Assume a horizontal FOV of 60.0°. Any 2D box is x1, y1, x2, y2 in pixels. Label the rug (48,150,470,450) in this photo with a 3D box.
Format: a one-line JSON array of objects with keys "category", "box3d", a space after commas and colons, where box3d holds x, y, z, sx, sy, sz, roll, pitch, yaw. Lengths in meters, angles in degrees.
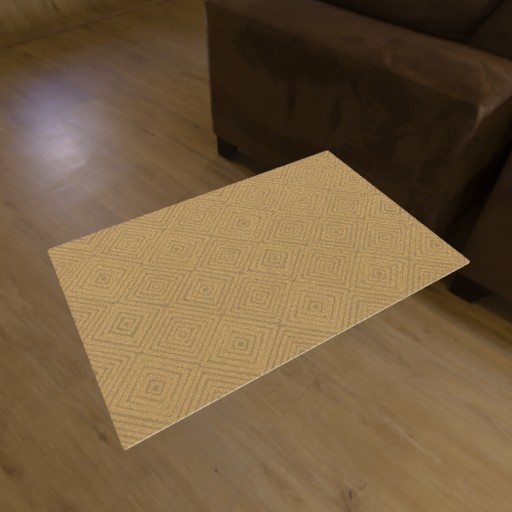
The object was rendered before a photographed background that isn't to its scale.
[{"category": "rug", "box3d": [0.000, 0.000, 2.193, 1.753, 0.008, 1.143, -23, 50, -21]}]
